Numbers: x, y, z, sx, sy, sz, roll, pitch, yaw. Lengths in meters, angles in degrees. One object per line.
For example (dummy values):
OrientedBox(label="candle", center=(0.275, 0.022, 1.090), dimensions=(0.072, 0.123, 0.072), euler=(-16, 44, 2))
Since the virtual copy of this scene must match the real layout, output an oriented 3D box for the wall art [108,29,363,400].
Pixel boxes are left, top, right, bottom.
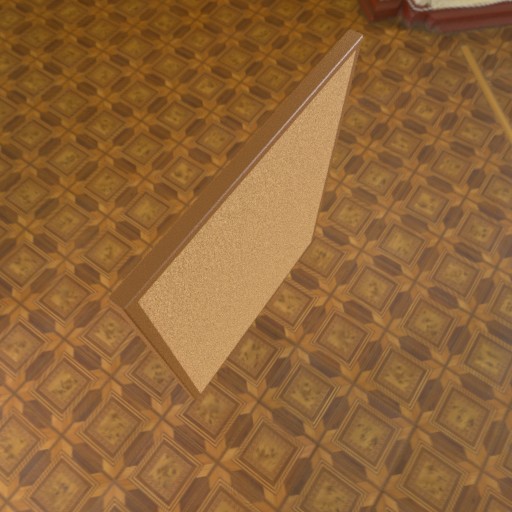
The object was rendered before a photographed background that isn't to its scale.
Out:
OrientedBox(label="wall art", center=(0.000, 0.000, 0.504), dimensions=(0.015, 0.379, 0.310), euler=(32, 68, 15))
